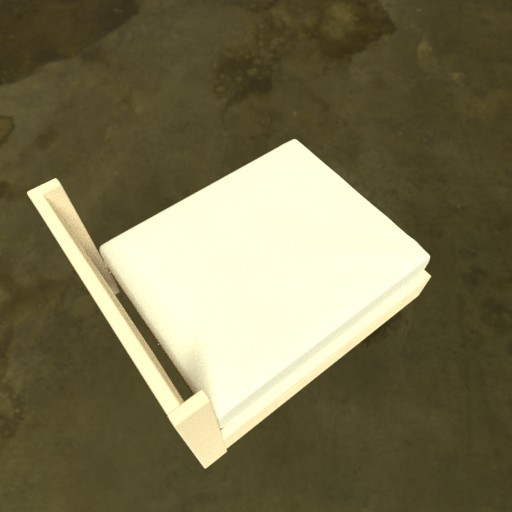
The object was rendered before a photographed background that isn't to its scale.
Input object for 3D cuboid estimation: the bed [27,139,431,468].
[{"bbox_3d":[0.000,0.000,3.384,2.280,1.471,1.765,-33,63,-19],"label":"bed"}]
